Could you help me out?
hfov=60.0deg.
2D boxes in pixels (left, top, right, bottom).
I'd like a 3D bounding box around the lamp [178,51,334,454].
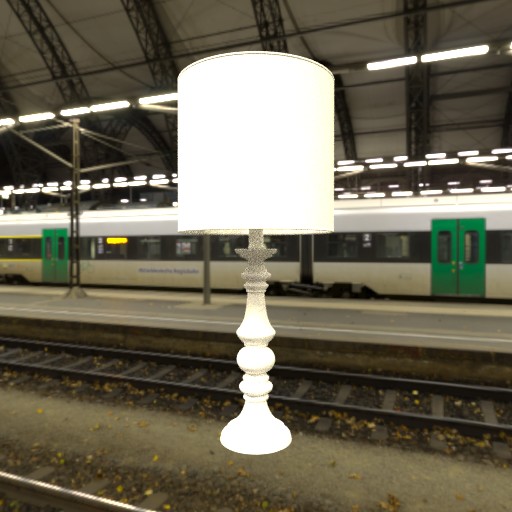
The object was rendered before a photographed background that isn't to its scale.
[{"bbox_3d":[0.000,0.000,0.723,0.250,0.597,0.250,0,1,1],"label":"lamp"}]
